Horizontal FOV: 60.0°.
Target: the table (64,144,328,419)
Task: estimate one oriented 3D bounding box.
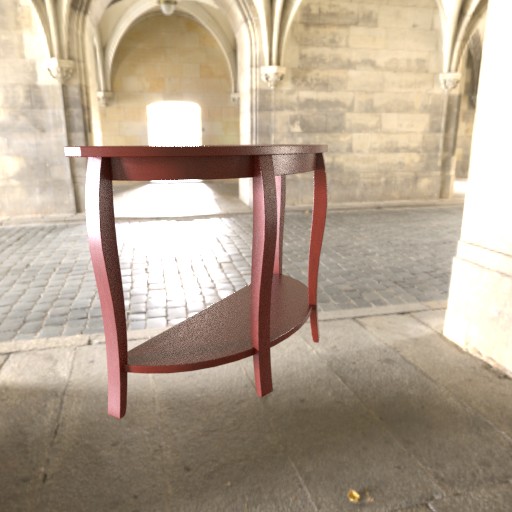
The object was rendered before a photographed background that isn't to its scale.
[{"bbox_3d":[0.000,0.000,1.606,0.405,0.779,1.219,8,16,28],"label":"table"}]
